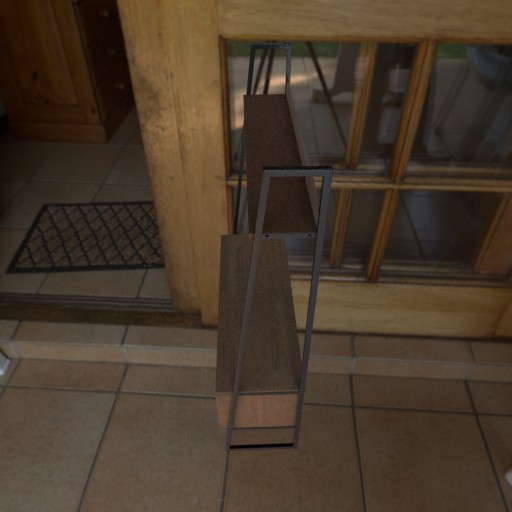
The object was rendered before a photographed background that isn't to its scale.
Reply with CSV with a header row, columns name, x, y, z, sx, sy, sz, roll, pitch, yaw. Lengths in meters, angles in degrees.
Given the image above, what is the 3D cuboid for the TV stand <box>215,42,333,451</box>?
name,x,y,z,sx,sy,sz,roll,pitch,yaw
TV stand,0.000,0.000,2.349,0.432,1.772,1.250,-1,41,-2
